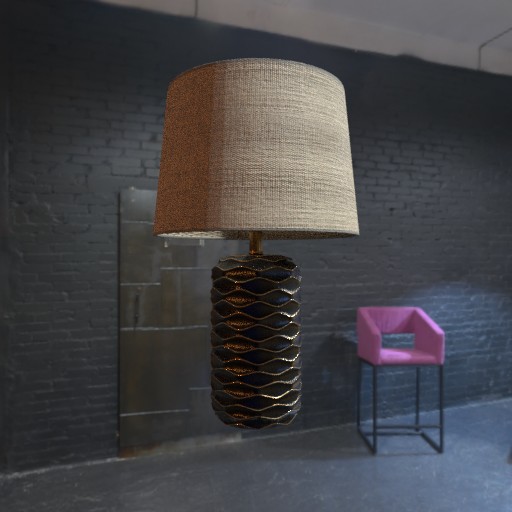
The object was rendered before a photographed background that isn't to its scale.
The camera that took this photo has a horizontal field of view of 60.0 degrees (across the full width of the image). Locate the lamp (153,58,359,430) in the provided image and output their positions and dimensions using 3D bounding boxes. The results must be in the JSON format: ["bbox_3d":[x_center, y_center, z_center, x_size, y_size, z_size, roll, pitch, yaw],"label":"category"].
[{"bbox_3d":[0.000,0.000,0.828,0.376,0.594,0.376,0,0,0],"label":"lamp"}]
